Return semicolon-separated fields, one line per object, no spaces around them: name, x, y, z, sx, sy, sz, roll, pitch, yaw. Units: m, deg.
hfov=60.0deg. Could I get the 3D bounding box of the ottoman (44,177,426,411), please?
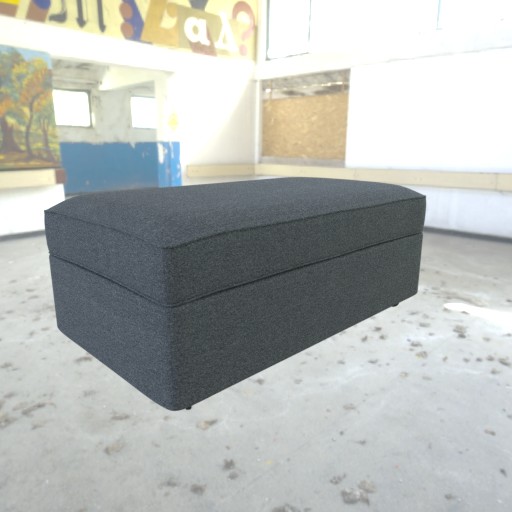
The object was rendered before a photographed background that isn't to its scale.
ottoman;0.000;0.000;1.543;1.173;0.494;0.681;-14;20;-43
